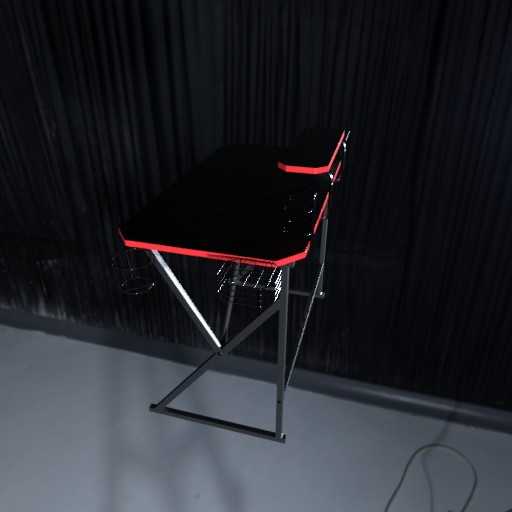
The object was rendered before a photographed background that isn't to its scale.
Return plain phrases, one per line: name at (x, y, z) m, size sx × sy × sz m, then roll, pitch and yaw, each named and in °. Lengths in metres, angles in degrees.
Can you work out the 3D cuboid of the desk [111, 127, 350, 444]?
desk at (0.000, 0.000, 1.743) m, size 0.588 × 0.913 × 1.280 m, roll 8°, pitch 30°, yaw 14°
